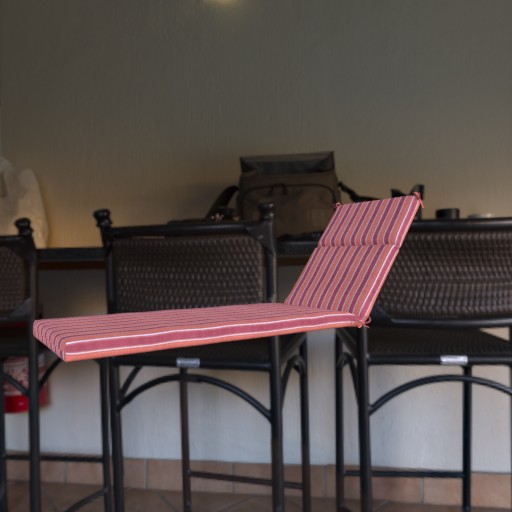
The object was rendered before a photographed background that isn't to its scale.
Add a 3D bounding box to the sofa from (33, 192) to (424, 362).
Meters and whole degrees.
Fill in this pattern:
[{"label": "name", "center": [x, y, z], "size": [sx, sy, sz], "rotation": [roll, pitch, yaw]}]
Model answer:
[{"label": "sofa", "center": [0.000, 0.000, 1.908], "size": [1.663, 0.622, 0.582], "rotation": [0, 0, -35]}]
